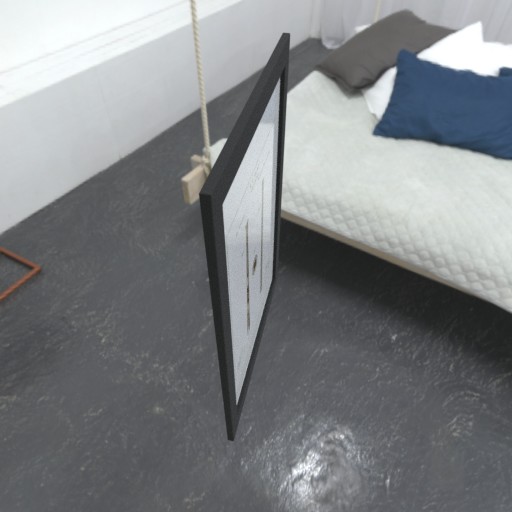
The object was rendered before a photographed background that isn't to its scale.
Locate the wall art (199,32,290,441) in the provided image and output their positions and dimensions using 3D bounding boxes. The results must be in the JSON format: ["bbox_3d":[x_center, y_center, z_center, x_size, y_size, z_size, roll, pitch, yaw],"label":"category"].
[{"bbox_3d":[0.000,0.000,0.689,0.012,0.529,0.374,10,47,9],"label":"wall art"}]
